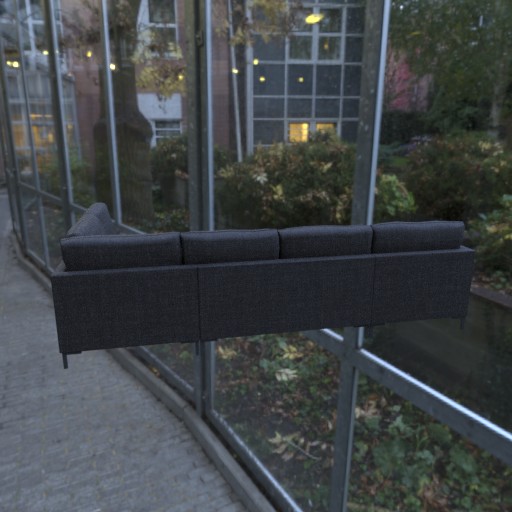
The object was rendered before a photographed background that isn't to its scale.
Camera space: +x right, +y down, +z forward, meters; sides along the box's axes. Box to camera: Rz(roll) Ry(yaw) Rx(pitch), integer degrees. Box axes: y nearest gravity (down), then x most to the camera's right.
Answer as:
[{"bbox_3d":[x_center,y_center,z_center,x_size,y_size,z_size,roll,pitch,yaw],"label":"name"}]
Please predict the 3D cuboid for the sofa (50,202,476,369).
[{"bbox_3d":[0.000,0.000,4.415,3.423,0.999,2.048,-3,16,-12],"label":"sofa"}]
